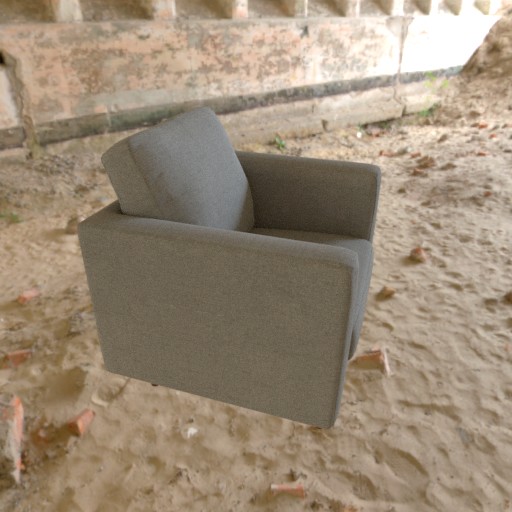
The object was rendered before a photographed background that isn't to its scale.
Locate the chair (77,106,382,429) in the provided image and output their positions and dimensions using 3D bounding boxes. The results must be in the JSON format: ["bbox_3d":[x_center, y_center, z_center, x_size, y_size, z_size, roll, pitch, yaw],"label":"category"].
[{"bbox_3d":[0.000,0.000,1.575,0.800,0.927,0.855,9,30,16],"label":"chair"}]
